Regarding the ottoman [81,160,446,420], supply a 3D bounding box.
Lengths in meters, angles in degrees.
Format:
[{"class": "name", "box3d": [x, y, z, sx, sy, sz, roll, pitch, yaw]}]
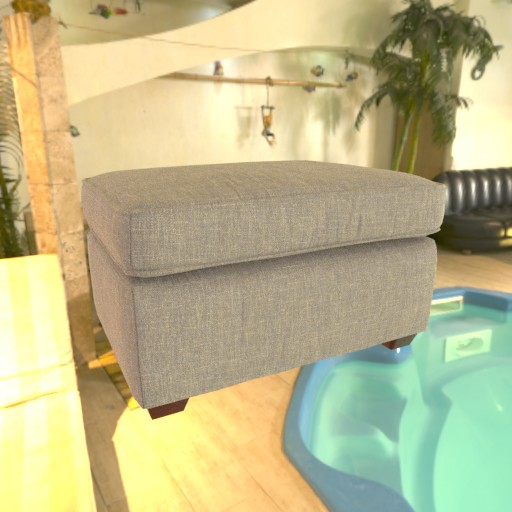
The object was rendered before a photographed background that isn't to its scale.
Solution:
[{"class": "ottoman", "box3d": [0.000, 0.000, 1.125, 0.762, 0.457, 0.559, -8, 18, -26]}]
